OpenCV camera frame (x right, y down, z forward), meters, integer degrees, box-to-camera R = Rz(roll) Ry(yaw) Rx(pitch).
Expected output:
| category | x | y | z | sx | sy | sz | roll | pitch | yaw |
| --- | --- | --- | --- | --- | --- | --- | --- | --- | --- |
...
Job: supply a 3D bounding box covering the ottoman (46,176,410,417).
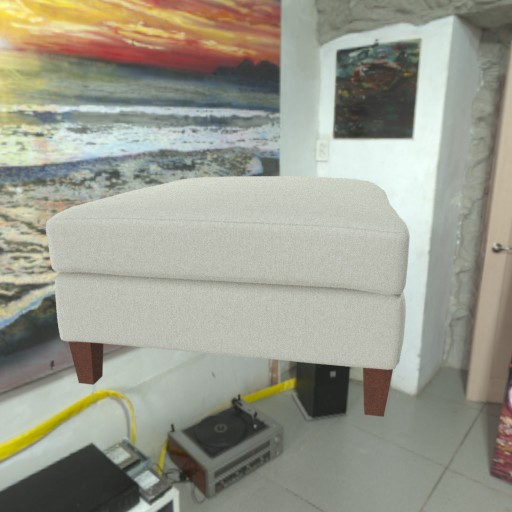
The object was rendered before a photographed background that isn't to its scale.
| category | x | y | z | sx | sy | sz | roll | pitch | yaw |
| --- | --- | --- | --- | --- | --- | --- | --- | --- | --- |
| ottoman | 0.000 | 0.000 | 1.445 | 0.836 | 0.492 | 0.976 | 3 | 15 | 11 |
